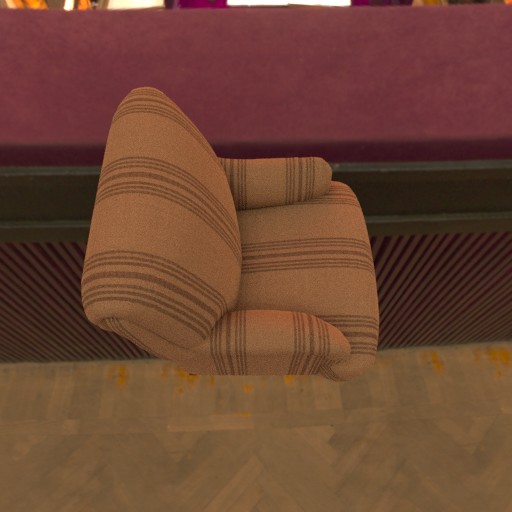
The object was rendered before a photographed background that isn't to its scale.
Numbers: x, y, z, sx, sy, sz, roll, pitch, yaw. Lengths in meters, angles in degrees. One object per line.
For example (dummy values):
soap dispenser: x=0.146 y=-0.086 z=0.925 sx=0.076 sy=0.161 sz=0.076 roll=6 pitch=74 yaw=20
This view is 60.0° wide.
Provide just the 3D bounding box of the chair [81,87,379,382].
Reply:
chair: x=0.000 y=0.000 z=1.591 sx=0.914 sy=0.940 sz=0.813 roll=0 pitch=63 yaw=0
